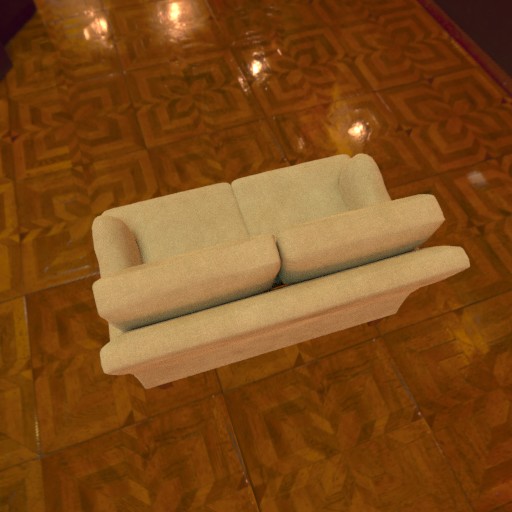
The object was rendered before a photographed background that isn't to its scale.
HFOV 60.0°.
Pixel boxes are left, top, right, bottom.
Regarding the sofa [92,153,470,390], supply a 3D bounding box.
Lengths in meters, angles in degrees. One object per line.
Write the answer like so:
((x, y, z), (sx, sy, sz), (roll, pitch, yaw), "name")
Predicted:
((0.000, 0.000, 2.258), (1.498, 1.087, 1.086), (-15, 60, -9), "sofa")
